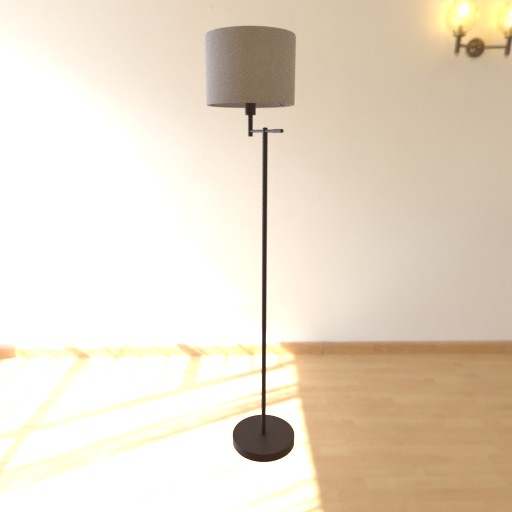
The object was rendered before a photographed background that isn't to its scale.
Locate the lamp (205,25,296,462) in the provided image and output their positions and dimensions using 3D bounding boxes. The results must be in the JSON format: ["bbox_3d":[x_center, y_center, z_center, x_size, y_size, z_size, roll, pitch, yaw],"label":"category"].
[{"bbox_3d":[0.000,0.000,1.750,0.324,1.600,0.416,-7,17,-25],"label":"lamp"}]
